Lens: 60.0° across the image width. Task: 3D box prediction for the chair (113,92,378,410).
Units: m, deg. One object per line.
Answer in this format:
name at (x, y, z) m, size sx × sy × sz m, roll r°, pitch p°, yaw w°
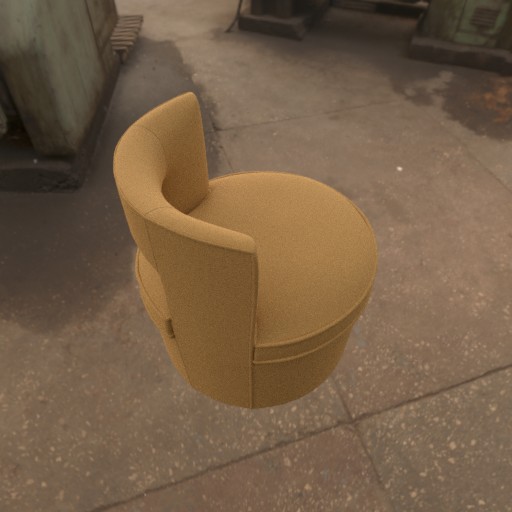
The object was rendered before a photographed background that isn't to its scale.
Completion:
chair at (0.000, 0.000, 1.251) m, size 0.665 × 0.723 × 0.650 m, roll -12°, pitch 48°, yaw -11°
